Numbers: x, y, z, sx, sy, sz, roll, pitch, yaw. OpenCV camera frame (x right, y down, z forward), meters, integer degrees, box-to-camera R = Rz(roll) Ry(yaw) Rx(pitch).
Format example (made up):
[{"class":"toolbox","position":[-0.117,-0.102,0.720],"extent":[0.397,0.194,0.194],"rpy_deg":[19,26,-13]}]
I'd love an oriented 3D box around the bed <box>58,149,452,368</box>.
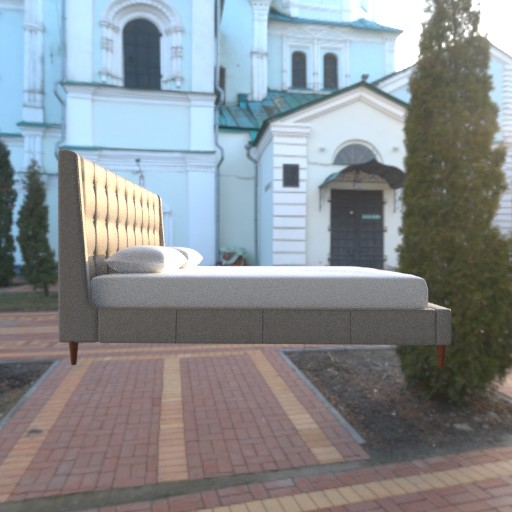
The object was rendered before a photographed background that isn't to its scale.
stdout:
[{"class":"bed","position":[0.000,0.000,3.621],"extent":[2.342,1.289,2.062],"rpy_deg":[0,0,2]}]
